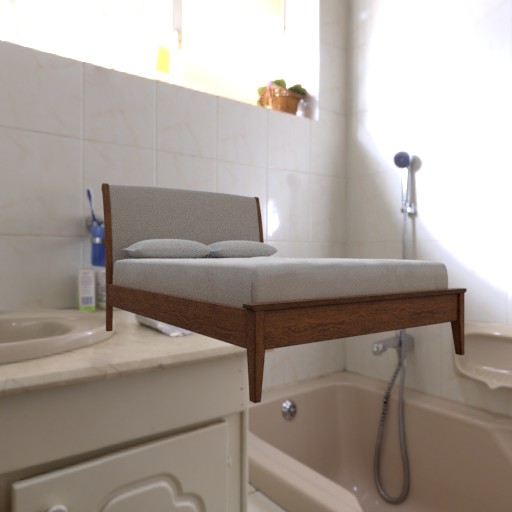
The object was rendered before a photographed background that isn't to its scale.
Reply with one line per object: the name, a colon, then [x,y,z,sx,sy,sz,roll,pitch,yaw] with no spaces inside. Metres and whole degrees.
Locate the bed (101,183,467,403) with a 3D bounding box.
bed: [0.000,0.000,2.995,1.502,1.135,2.108,0,0,-35]
